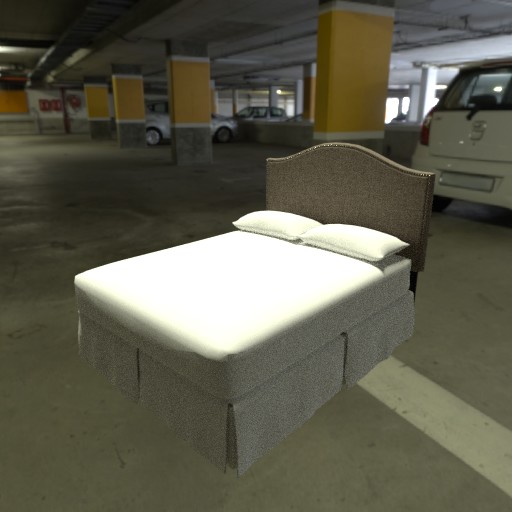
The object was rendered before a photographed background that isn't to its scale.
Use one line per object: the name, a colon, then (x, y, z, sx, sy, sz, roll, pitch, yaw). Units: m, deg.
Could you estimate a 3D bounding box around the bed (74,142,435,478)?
bed: (0.000, 0.000, 3.251, 1.713, 1.518, 2.153, 16, 24, 41)
